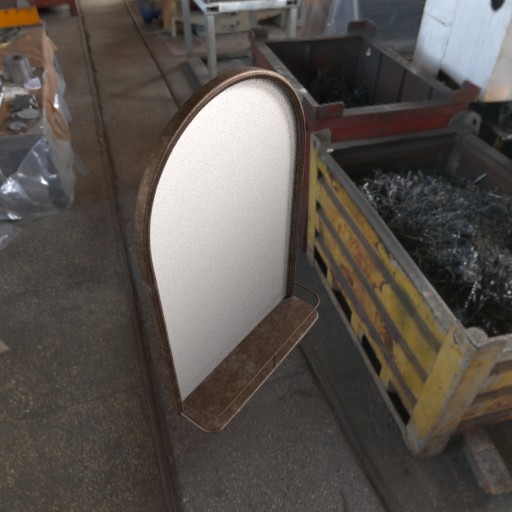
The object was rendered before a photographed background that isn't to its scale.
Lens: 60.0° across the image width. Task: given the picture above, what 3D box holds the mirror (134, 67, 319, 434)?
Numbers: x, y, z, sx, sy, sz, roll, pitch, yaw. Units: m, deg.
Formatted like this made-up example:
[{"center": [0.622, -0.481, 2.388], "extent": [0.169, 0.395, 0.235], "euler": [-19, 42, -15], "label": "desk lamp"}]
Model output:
[{"center": [0.000, 0.000, 0.984], "extent": [0.137, 0.770, 0.510], "euler": [27, 49, 27], "label": "mirror"}]
